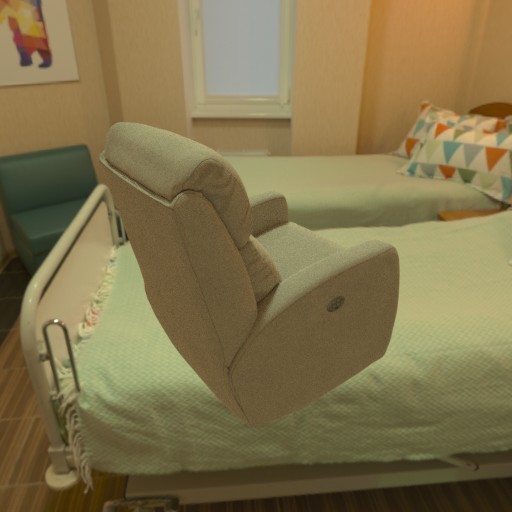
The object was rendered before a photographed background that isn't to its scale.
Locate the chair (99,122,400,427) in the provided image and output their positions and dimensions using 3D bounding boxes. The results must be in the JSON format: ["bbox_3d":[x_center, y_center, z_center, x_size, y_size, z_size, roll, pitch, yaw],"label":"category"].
[{"bbox_3d":[0.000,0.000,1.729,0.940,1.021,0.794,-18,33,-31],"label":"chair"}]
